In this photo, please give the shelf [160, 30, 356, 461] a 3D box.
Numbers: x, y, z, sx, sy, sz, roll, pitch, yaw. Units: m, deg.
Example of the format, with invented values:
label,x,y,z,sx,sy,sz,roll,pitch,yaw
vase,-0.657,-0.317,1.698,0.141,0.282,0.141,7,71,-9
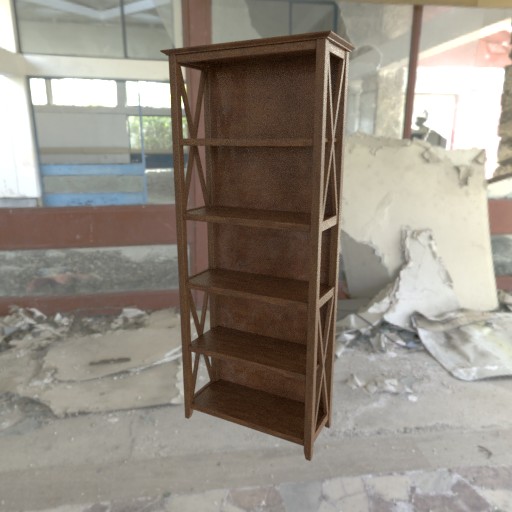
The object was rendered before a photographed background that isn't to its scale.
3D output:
label,x,y,z,sx,sy,sz,roll,pitch,yaw
shelf,0.000,0.000,2.208,0.805,1.905,0.335,8,16,27
